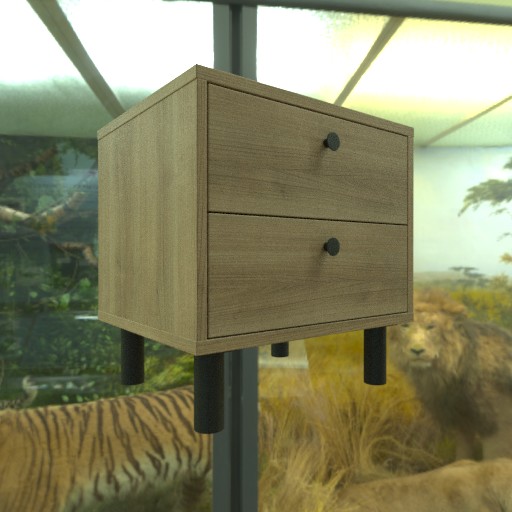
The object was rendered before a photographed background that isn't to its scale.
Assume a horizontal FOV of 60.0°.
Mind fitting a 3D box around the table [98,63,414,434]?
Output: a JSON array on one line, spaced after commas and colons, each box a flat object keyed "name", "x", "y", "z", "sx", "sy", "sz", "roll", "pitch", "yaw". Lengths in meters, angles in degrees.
[{"name": "table", "x": 0.000, "y": 0.000, "z": 0.801, "sx": 0.445, "sy": 0.460, "sz": 0.380, "roll": 0, "pitch": 0, "yaw": -37}]
